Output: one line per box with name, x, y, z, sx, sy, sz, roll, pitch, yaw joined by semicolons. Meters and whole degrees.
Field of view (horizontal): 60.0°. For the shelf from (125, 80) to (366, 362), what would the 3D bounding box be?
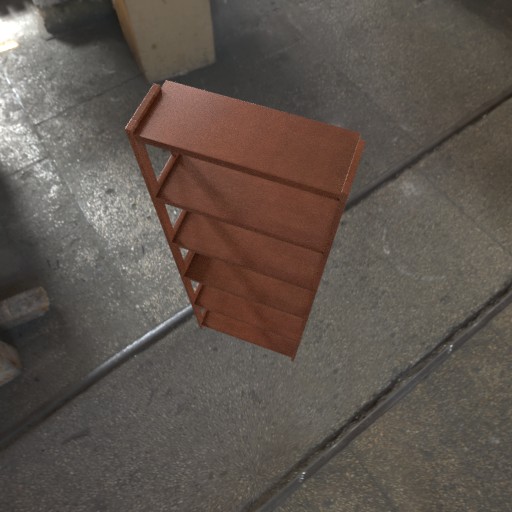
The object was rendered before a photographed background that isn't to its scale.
shelf;0.000;0.000;2.136;0.660;1.892;0.382;18;65;9
